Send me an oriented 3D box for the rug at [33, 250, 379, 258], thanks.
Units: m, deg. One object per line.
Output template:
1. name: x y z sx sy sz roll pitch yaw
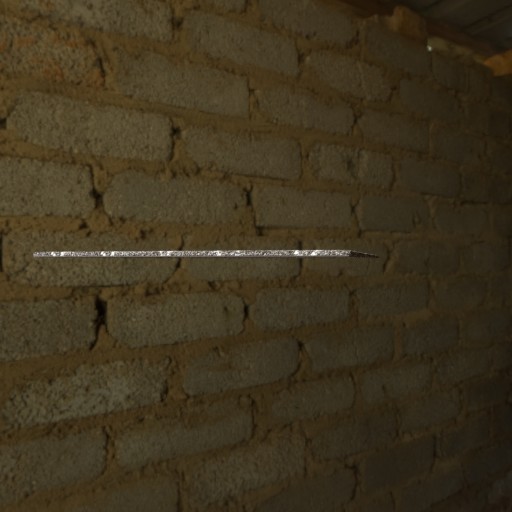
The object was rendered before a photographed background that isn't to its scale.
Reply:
1. rug: 0.000 0.000 3.535 1.778 0.030 2.743 0 0 18
